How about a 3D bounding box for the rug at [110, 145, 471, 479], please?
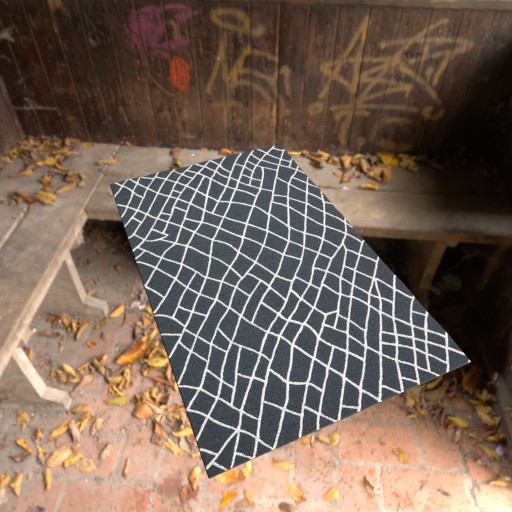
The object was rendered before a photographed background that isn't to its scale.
[{"bbox_3d":[0.000,0.000,3.017,1.529,0.017,2.448,-17,48,-16],"label":"rug"}]
